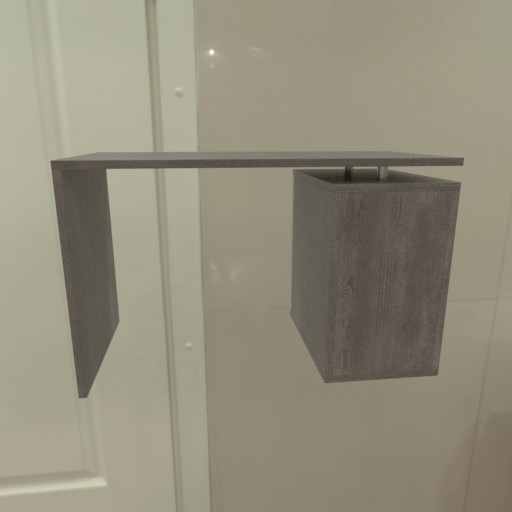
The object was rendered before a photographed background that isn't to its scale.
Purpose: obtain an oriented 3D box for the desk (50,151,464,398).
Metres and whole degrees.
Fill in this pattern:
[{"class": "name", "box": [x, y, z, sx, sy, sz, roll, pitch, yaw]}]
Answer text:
[{"class": "desk", "box": [0.000, 0.000, 1.659, 1.200, 0.740, 0.600, -2, 15, -7]}]
